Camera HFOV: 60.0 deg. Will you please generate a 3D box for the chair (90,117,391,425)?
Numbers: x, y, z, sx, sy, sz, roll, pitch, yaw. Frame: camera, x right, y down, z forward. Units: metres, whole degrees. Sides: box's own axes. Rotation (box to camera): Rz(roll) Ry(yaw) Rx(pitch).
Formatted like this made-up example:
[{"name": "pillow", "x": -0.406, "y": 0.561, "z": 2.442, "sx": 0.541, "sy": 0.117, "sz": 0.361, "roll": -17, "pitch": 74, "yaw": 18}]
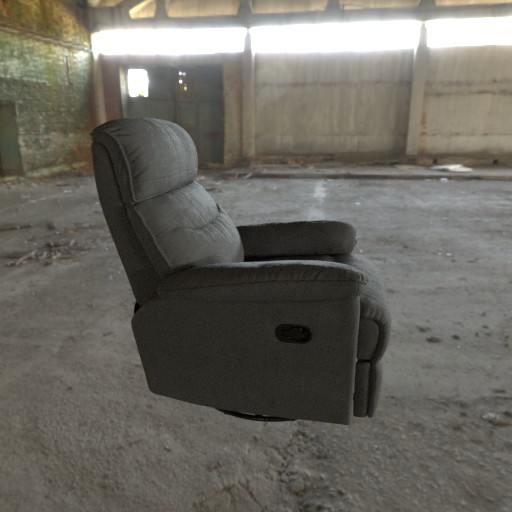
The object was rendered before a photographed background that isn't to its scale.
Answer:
[{"name": "chair", "x": 0.000, "y": 0.000, "z": 1.734, "sx": 1.004, "sy": 1.037, "sz": 0.820, "roll": 3, "pitch": 16, "yaw": 9}]
